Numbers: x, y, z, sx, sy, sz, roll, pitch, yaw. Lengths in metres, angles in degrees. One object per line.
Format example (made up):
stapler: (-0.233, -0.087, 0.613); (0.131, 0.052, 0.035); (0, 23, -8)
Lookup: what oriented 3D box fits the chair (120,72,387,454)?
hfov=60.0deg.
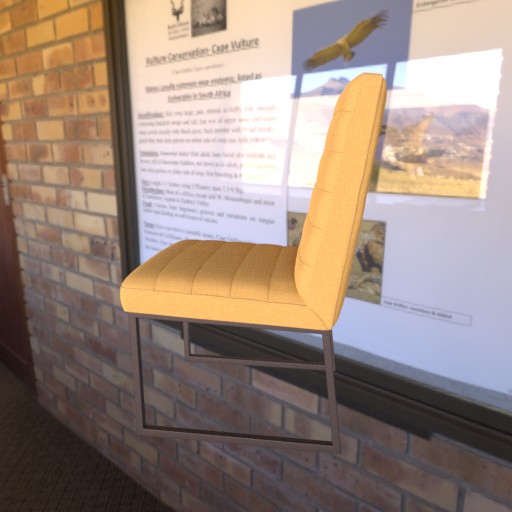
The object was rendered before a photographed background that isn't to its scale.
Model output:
chair: (0.000, 0.000, 1.298); (0.634, 0.930, 0.520); (2, 14, 8)
